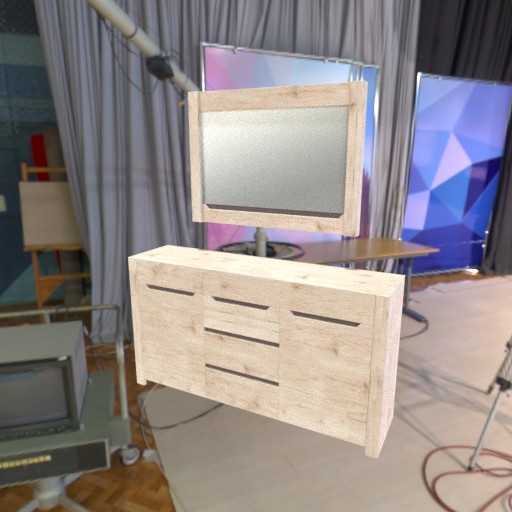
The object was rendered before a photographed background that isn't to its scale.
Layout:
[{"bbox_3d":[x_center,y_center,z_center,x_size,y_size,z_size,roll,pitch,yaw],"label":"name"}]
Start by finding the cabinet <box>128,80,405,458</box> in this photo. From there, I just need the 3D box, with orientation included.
[{"bbox_3d":[0.000,0.000,2.716,1.700,1.981,0.420,7,16,27],"label":"cabinet"}]
